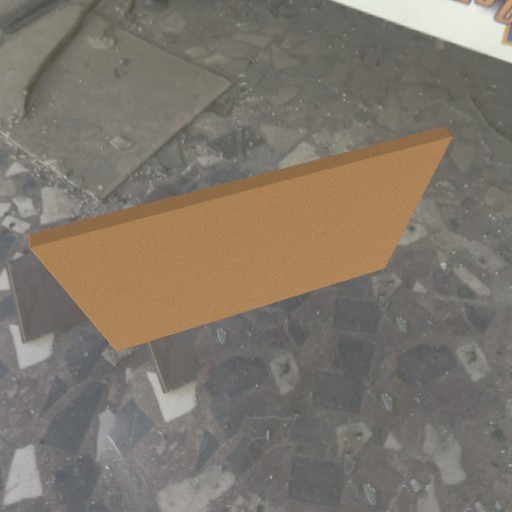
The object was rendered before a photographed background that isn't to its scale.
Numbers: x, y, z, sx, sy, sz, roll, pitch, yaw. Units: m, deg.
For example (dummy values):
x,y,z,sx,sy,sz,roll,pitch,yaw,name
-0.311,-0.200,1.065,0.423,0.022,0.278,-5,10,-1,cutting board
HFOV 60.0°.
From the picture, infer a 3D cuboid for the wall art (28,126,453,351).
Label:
x,y,z,sx,sy,sz,roll,pitch,yaw,name
0.000,0.000,1.183,0.915,0.608,0.033,-16,61,-9,wall art
